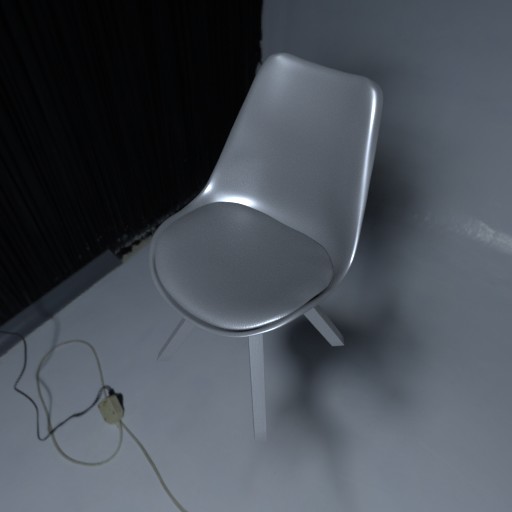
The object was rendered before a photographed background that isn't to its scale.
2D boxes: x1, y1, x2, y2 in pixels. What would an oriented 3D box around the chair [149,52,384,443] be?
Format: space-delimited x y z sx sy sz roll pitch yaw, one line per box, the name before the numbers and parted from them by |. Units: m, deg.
chair | 0.000 0.000 1.171 0.485 0.850 0.530 30 53 26
